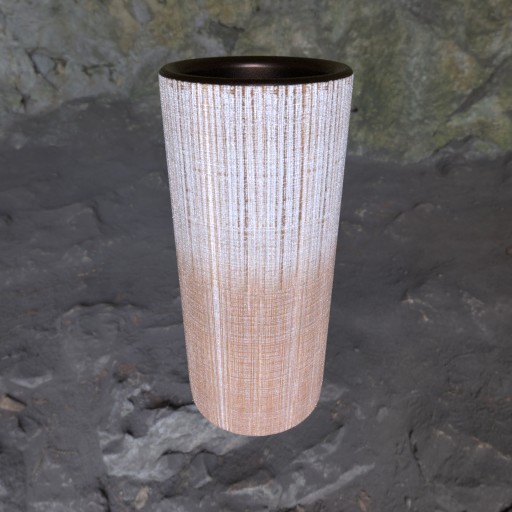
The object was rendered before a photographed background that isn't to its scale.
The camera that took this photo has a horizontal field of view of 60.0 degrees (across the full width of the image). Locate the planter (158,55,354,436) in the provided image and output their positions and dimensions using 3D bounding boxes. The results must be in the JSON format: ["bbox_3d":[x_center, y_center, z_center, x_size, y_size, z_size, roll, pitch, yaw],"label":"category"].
[{"bbox_3d":[0.000,0.000,0.286,0.100,0.227,0.100,-21,36,-32],"label":"planter"}]
